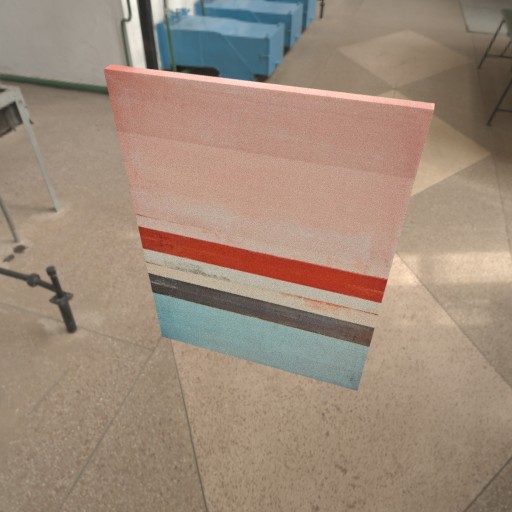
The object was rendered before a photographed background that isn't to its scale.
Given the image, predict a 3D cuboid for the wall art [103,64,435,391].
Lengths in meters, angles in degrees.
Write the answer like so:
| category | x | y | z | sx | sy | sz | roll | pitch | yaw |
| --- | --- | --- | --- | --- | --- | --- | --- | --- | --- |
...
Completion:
| category | x | y | z | sx | sy | sz | roll | pitch | yaw |
| --- | --- | --- | --- | --- | --- | --- | --- | --- | --- |
| wall art | 0.000 | 0.000 | 1.322 | 0.761 | 1.016 | 0.039 | 12 | 43 | 14 |
